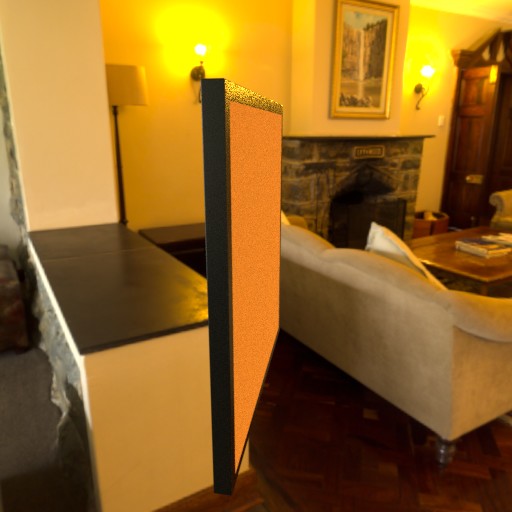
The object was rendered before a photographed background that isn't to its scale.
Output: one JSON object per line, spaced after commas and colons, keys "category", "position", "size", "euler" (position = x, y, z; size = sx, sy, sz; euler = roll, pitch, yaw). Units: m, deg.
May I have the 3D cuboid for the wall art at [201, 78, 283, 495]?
{"category": "wall art", "position": [0.000, 0.000, 1.121], "size": [0.038, 0.761, 0.755], "euler": [3, 16, 10]}
